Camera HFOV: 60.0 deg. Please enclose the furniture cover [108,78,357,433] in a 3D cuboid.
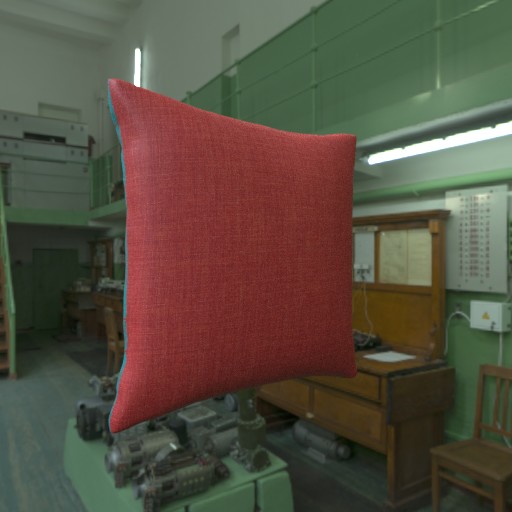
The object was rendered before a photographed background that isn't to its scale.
[{"bbox_3d":[0.000,0.000,0.778,0.517,0.508,0.158,0,0,-36],"label":"furniture cover"}]
